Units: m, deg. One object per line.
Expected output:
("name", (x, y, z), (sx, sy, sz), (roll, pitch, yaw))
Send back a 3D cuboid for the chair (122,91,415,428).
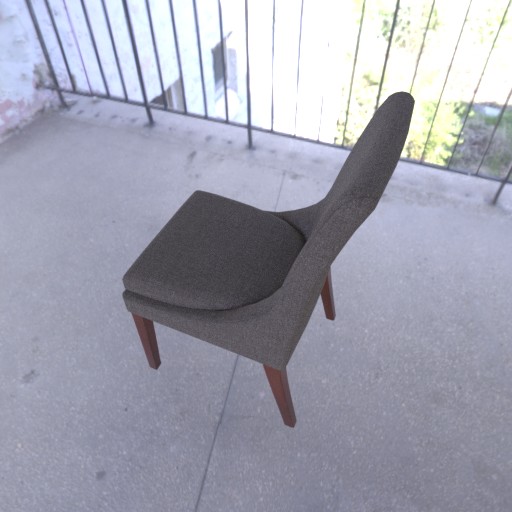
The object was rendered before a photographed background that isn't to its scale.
("chair", (0.000, 0.000, 1.319), (0.655, 0.952, 0.508), (17, 48, 16))
